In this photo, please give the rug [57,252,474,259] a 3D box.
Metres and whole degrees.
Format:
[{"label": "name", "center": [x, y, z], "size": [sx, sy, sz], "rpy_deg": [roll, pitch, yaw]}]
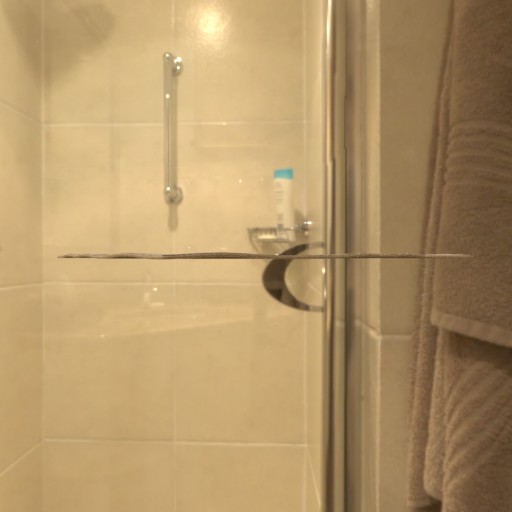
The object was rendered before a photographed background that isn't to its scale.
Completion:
[{"label": "rug", "center": [0.000, 0.000, 0.886], "size": [0.642, 0.008, 0.551], "rpy_deg": [0, 0, -35]}]
